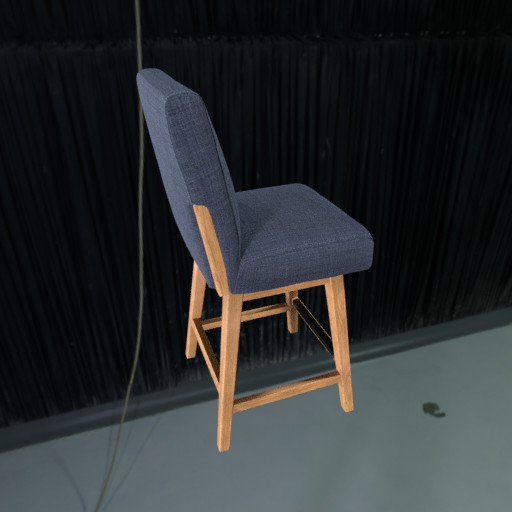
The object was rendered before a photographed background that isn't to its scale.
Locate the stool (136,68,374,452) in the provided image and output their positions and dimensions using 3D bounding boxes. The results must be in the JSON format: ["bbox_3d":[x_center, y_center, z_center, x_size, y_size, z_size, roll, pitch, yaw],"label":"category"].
[{"bbox_3d":[0.000,0.000,1.309,0.526,1.010,0.459,-10,31,-18],"label":"stool"}]
